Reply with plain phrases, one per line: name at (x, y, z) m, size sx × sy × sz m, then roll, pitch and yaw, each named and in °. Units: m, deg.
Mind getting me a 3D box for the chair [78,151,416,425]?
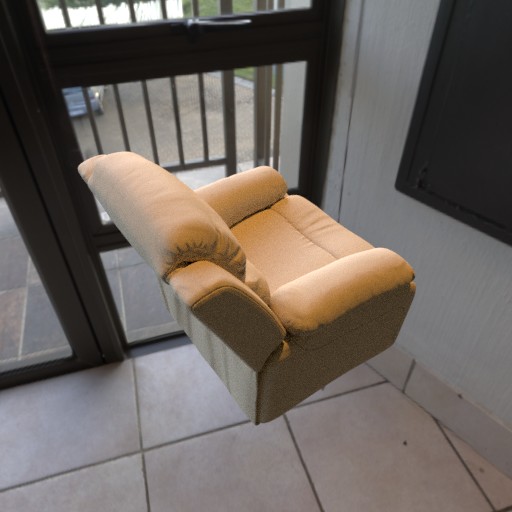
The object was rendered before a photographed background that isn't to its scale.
chair at (0.000, 0.000, 1.263) m, size 0.709 × 0.702 × 0.680 m, roll -25°, pitch 47°, yaw -26°
